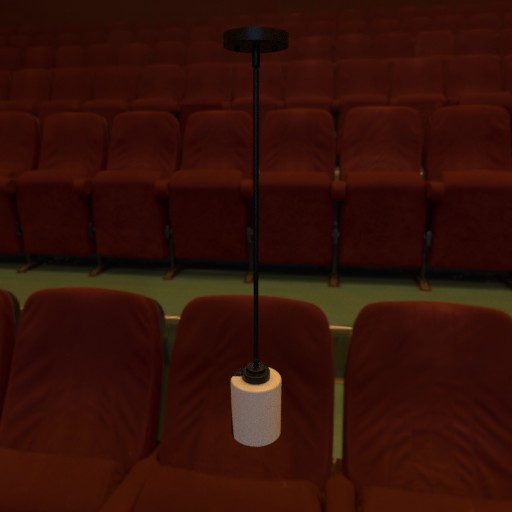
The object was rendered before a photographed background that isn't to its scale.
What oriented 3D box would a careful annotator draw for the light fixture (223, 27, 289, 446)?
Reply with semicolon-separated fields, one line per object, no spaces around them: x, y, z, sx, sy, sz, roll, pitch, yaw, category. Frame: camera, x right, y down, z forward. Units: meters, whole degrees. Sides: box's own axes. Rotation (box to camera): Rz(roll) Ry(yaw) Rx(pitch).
0.000;0.000;0.946;0.123;0.863;0.123;2;15;8;light fixture
